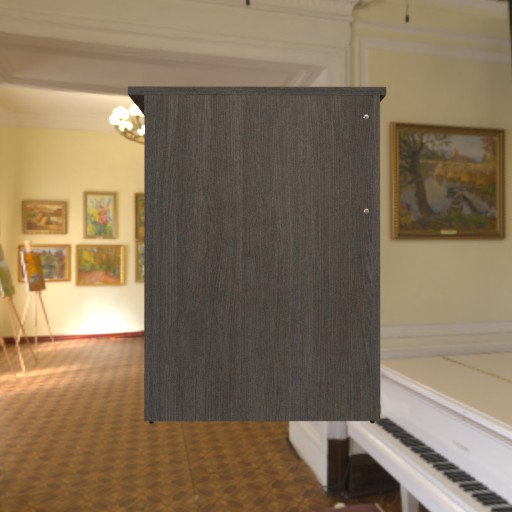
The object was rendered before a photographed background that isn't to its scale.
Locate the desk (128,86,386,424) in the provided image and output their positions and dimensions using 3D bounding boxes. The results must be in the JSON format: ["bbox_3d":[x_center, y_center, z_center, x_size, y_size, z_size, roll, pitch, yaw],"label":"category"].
[{"bbox_3d":[0.000,0.000,1.505,0.560,0.730,1.096,0,0,0],"label":"desk"}]
